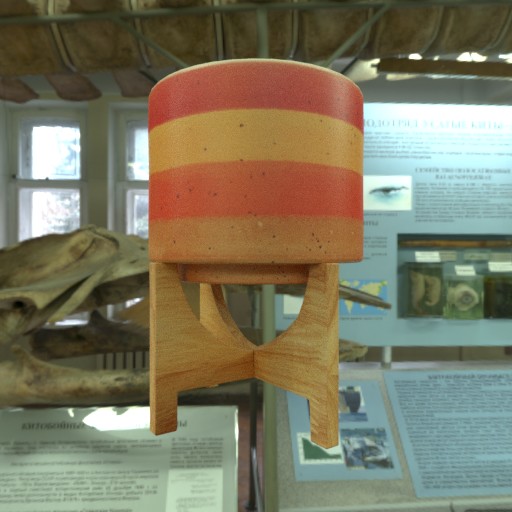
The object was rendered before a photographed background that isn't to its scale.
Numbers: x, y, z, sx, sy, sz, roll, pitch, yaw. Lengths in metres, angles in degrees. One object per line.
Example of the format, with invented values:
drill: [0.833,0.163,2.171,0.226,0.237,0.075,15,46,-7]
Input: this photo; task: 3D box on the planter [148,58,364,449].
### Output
planter: [0.000,0.000,0.548,0.269,0.379,0.269,0,0,0]
